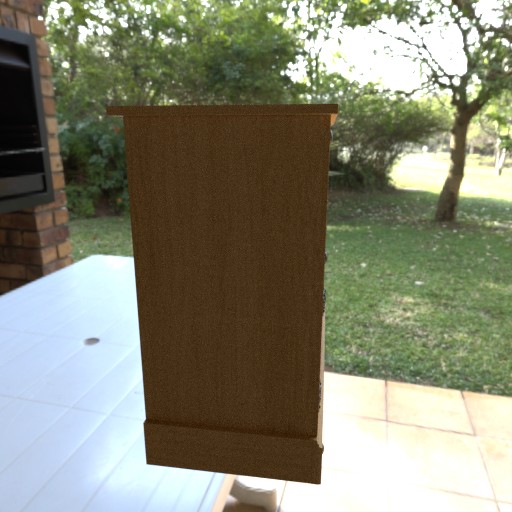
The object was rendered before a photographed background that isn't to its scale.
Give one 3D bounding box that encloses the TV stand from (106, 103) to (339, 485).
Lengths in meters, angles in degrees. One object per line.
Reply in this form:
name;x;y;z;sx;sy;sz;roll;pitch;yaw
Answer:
TV stand;0.000;0.000;1.298;0.430;0.787;0.851;2;15;9
